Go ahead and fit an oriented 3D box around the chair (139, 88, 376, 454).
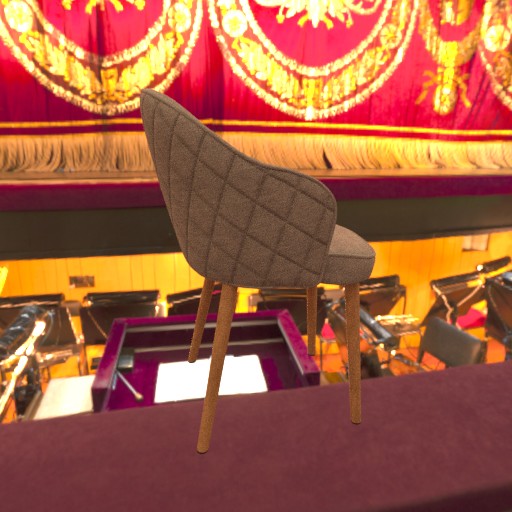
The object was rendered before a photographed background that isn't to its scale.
[{"bbox_3d":[0.000,0.000,1.144,0.530,0.800,0.540,-3,16,-11],"label":"chair"}]
